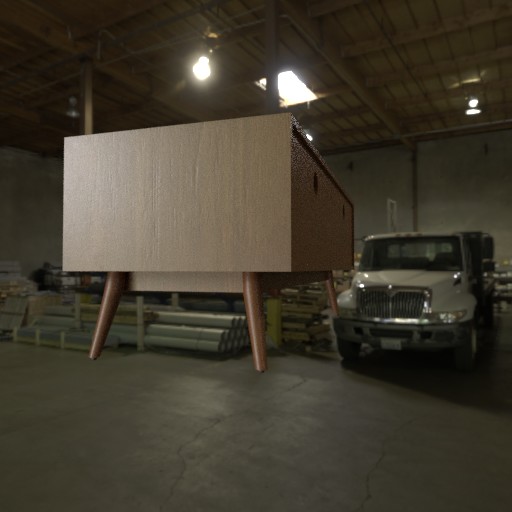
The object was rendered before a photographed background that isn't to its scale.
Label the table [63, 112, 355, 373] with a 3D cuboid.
[{"bbox_3d":[0.000,0.000,1.369,0.490,0.464,1.119,-1,-2,18],"label":"table"}]
